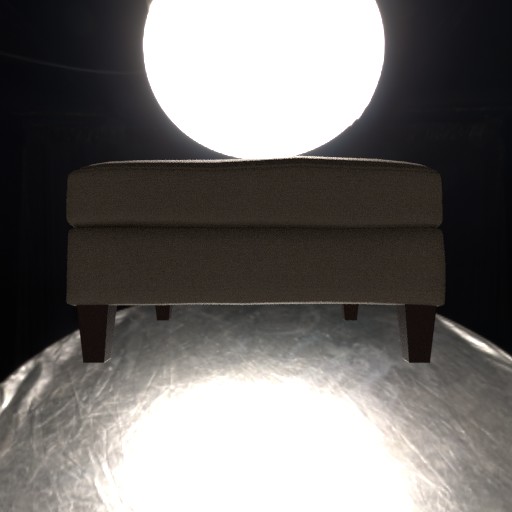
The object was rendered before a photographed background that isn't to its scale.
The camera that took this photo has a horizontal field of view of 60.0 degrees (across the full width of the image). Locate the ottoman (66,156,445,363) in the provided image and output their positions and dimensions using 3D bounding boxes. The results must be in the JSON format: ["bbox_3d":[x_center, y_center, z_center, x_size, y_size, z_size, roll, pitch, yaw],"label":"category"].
[{"bbox_3d":[0.000,0.000,1.355,0.838,0.481,0.838,0,-1,0],"label":"ottoman"}]
